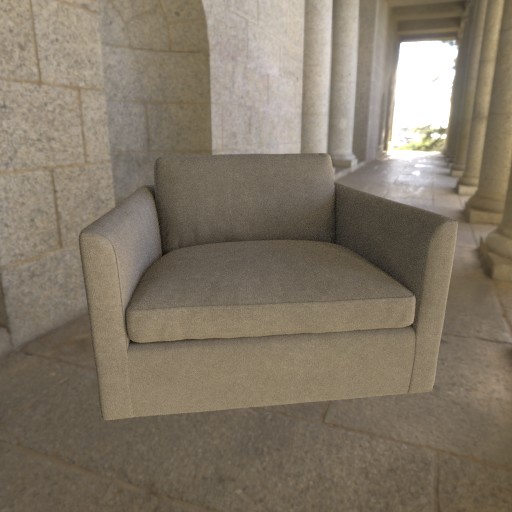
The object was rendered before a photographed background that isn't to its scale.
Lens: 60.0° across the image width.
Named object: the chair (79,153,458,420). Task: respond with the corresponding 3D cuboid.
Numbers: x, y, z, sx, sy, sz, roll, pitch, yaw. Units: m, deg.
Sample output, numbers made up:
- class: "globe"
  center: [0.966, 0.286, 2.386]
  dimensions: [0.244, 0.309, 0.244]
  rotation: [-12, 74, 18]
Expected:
- class: "chair"
  center: [0.000, 0.000, 1.916]
  dimensions: [1.190, 0.845, 1.091]
  rotation: [-2, 17, -8]
